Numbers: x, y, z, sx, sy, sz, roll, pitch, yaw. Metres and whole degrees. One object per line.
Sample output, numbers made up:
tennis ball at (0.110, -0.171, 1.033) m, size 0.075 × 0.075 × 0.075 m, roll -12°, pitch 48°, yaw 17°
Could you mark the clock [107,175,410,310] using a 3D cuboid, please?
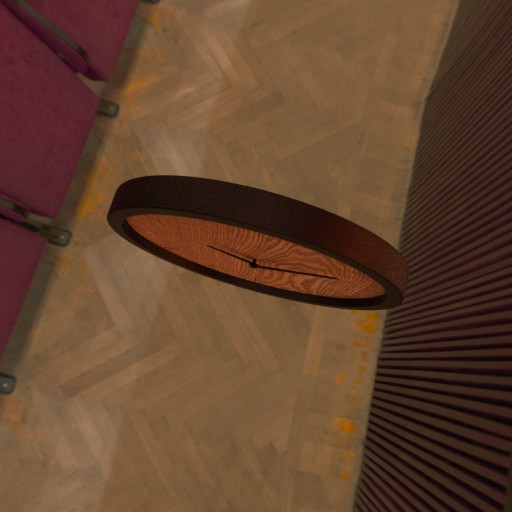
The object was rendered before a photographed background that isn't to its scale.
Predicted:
clock at (0.000, 0.000, 0.478) m, size 0.314 × 0.314 × 0.029 m, roll 15°, pitch 77°, yaw 4°
